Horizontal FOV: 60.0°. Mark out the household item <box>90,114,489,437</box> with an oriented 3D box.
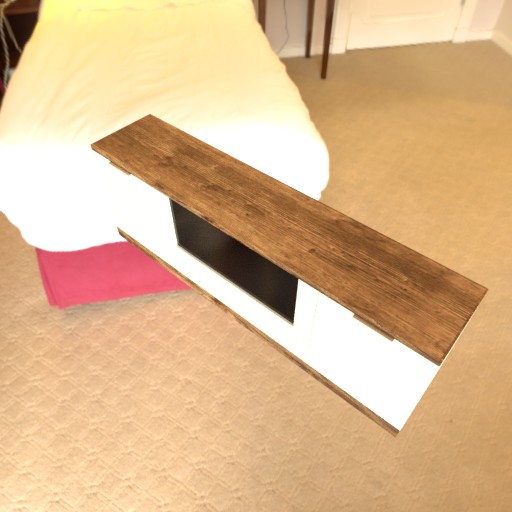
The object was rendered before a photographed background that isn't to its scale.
[{"bbox_3d":[0.000,0.000,2.063,1.800,0.615,0.390,32,55,26],"label":"household item"}]
